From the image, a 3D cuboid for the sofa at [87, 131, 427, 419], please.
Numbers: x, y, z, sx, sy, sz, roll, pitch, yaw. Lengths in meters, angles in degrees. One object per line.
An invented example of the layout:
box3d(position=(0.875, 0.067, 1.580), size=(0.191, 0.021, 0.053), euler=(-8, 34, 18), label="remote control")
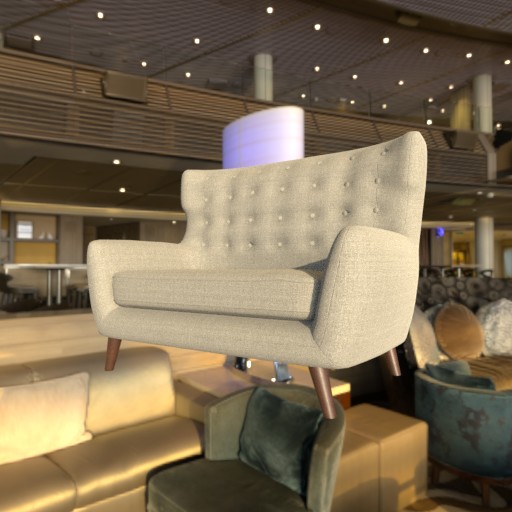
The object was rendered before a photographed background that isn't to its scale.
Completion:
box3d(position=(0.000, 0.000, 2.002), size=(1.386, 1.028, 0.884), euler=(-1, -2, 35), label="sofa")
